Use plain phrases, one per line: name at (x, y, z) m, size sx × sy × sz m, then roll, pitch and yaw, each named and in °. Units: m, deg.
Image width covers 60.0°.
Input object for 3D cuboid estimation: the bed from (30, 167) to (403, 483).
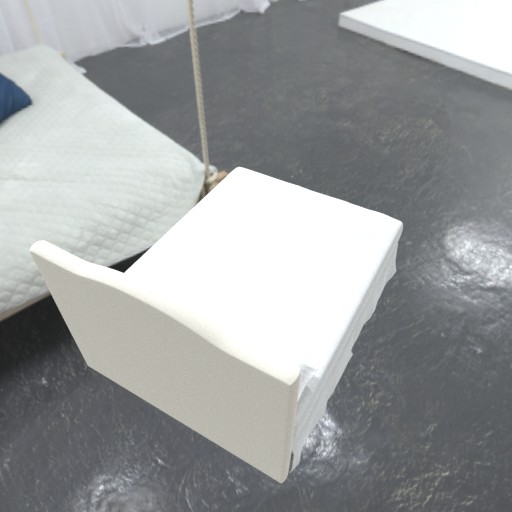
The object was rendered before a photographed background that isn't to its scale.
bed at (0.000, 0.000, 3.373) m, size 1.821 × 1.436 × 2.282 m, roll 23°, pitch 50°, yaw 21°
